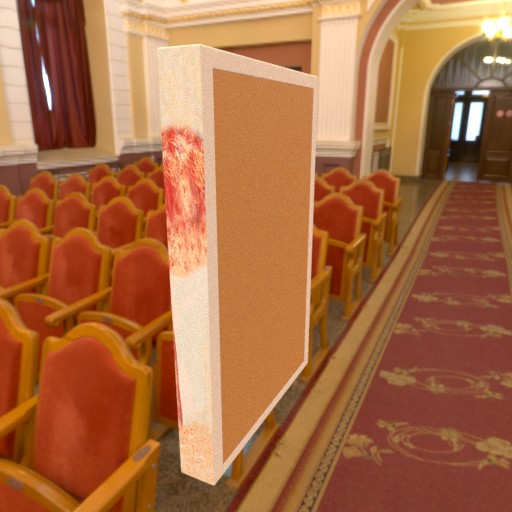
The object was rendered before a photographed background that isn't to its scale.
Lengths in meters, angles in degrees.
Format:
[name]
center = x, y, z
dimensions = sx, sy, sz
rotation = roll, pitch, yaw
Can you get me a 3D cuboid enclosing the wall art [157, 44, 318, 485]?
[wall art]
center = 0.000, 0.000, 0.477
dimensions = 0.039, 0.380, 0.251
rotation = 8, 18, 26
